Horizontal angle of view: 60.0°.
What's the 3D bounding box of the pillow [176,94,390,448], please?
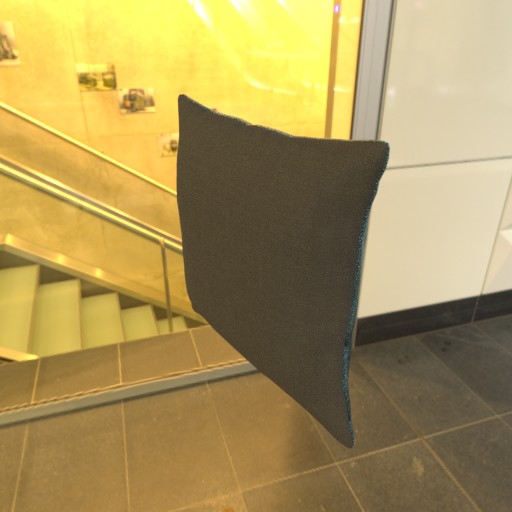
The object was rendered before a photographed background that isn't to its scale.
[{"bbox_3d":[0.000,0.000,0.673,0.138,0.430,0.436,-19,32,-33],"label":"pillow"}]
